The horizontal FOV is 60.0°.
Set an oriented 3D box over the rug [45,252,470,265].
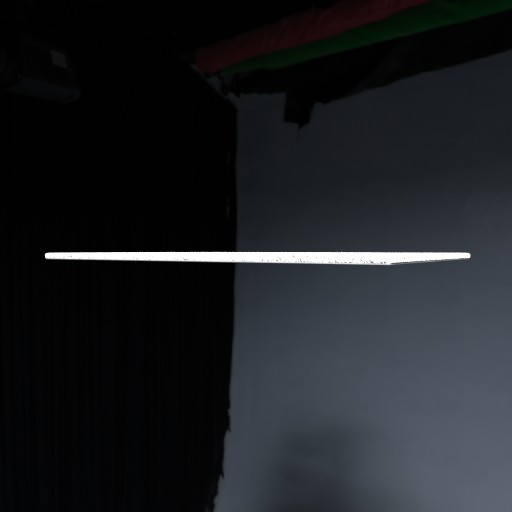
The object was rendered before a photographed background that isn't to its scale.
[{"bbox_3d":[0.000,0.000,2.238,1.778,0.030,1.219,0,1,35],"label":"rug"}]
